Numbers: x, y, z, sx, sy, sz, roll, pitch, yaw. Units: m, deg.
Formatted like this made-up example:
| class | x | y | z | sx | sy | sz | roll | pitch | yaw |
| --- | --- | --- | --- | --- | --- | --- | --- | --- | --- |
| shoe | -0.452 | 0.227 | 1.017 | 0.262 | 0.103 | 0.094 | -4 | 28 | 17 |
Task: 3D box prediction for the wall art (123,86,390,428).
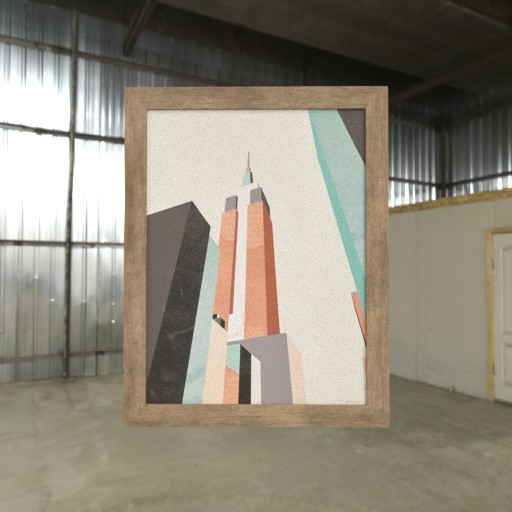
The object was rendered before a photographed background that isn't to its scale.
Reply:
| class | x | y | z | sx | sy | sz | roll | pitch | yaw |
| --- | --- | --- | --- | --- | --- | --- | --- | --- | --- |
| wall art | 0.000 | 0.000 | 0.901 | 0.534 | 0.686 | 0.018 | 0 | -1 | 1 |
